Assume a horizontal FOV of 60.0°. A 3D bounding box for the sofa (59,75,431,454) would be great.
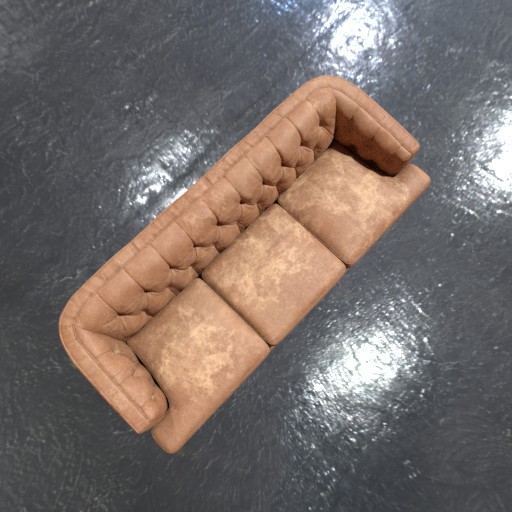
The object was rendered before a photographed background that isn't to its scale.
[{"bbox_3d":[0.000,0.000,2.684,0.922,0.791,2.257,43,79,10],"label":"sofa"}]
